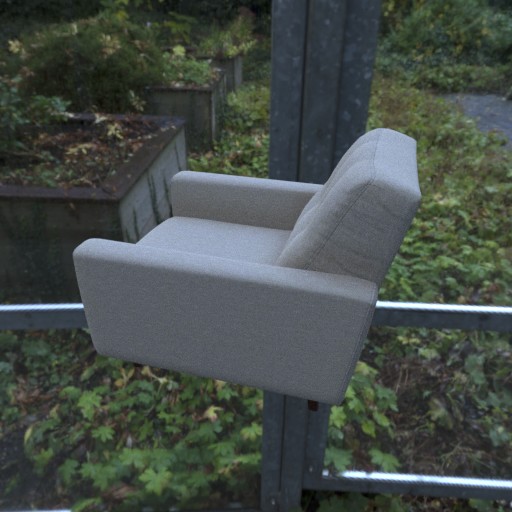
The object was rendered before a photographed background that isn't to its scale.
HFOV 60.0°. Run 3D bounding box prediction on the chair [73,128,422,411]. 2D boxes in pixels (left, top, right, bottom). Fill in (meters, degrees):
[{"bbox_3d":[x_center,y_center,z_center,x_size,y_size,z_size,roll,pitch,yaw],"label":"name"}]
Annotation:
[{"bbox_3d":[0.000,0.000,1.825,1.128,0.965,0.897,8,30,14],"label":"chair"}]
